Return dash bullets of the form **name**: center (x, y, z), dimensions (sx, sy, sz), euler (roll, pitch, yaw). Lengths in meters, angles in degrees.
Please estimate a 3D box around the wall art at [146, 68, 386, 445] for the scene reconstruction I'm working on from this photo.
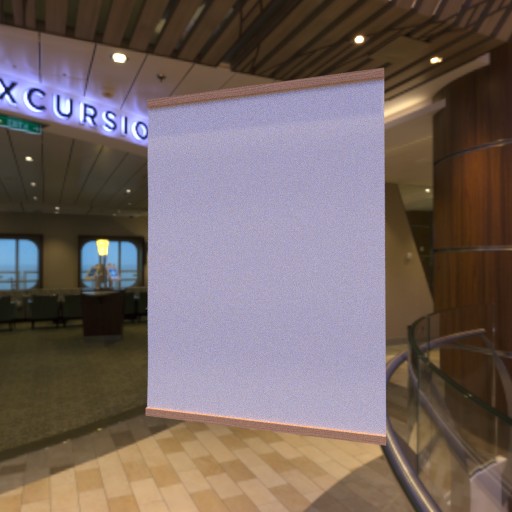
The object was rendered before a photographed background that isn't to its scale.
- **wall art**: center (0.000, 0.000, 1.319), dimensions (0.739, 1.016, 0.020), euler (0, -1, 19)
